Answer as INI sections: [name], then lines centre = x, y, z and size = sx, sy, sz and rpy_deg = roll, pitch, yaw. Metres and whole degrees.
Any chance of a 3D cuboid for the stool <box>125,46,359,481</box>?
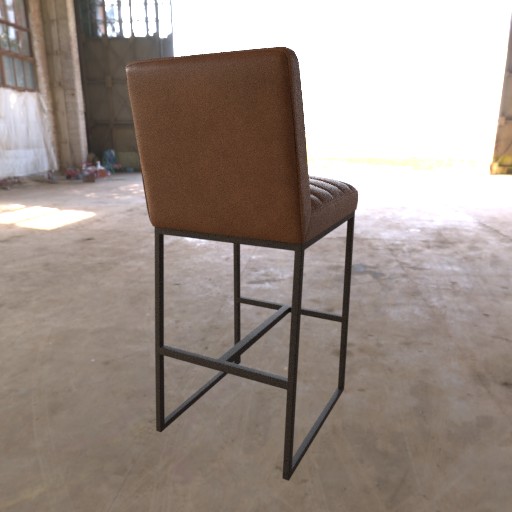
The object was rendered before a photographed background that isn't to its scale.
[stool]
centre = 0.000, 0.000, 1.310
size = 0.458, 1.040, 0.556
rpy_deg = 8, 17, 27
